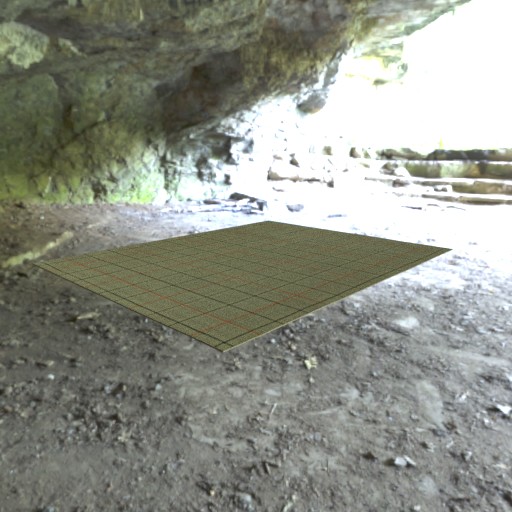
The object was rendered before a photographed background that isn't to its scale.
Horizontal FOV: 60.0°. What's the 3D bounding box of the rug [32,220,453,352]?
[{"bbox_3d":[0.000,0.000,4.076,2.444,0.012,3.048,13,19,42],"label":"rug"}]
